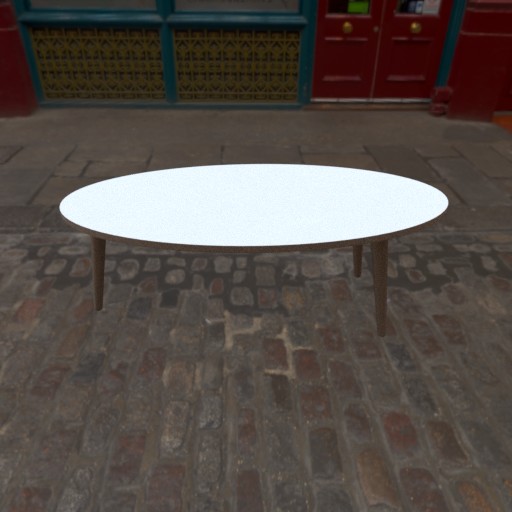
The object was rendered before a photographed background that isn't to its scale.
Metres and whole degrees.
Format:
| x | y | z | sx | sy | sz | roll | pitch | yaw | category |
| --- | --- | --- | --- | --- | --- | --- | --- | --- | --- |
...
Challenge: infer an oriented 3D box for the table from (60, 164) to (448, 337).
| x | y | z | sx | sy | sz | roll | pitch | yaw | category |
| --- | --- | --- | --- | --- | --- | --- | --- | --- | --- |
| 0.000 | 0.000 | 1.358 | 1.083 | 0.390 | 0.542 | -1 | 32 | -2 | table |
